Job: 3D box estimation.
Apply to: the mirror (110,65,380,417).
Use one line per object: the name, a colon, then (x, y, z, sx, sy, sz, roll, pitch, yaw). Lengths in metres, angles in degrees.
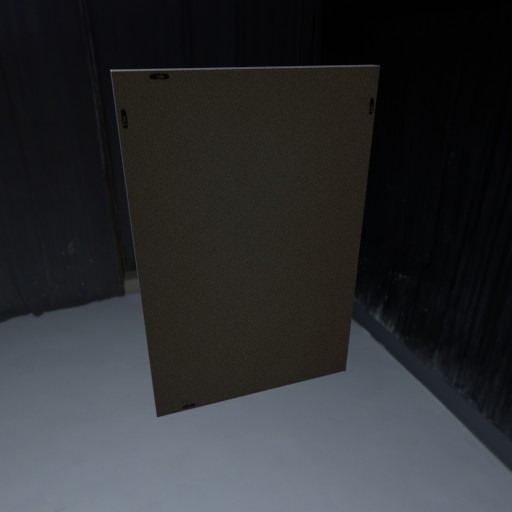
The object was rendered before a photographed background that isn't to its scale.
mirror: (0.000, 0.000, 1.168, 0.609, 0.915, 0.040, -9, 27, -17)
